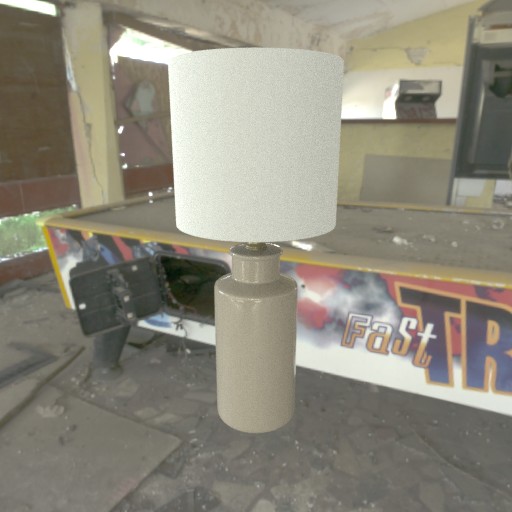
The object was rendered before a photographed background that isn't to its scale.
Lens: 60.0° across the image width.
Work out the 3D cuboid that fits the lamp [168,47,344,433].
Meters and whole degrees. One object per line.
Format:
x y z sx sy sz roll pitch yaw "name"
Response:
0.000 0.000 0.611 0.212 0.493 0.212 -8 18 -25 "lamp"
